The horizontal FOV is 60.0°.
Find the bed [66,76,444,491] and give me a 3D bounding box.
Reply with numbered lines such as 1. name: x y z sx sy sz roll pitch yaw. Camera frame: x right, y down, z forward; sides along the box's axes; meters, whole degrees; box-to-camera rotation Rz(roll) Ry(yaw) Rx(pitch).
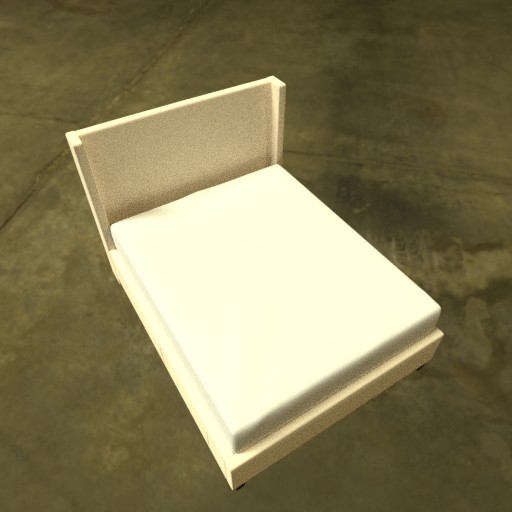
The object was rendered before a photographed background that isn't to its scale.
1. bed: 0.000 0.000 3.304 1.765 1.471 2.280 -24 51 -22
